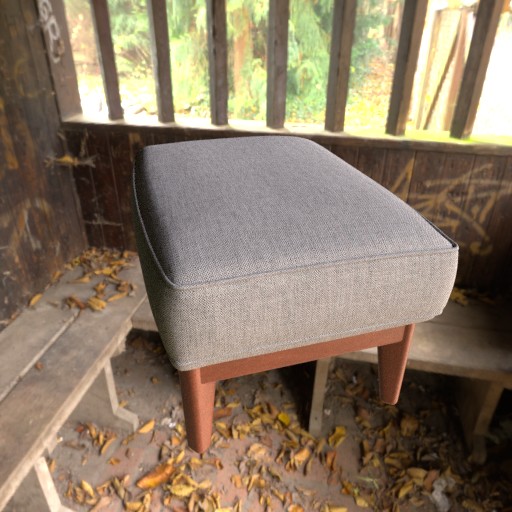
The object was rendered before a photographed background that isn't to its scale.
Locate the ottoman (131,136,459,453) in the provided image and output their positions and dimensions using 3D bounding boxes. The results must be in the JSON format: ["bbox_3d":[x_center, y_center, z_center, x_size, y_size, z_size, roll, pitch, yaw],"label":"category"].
[{"bbox_3d":[0.000,0.000,1.089,0.555,0.458,0.750,-8,31,-14],"label":"ottoman"}]
